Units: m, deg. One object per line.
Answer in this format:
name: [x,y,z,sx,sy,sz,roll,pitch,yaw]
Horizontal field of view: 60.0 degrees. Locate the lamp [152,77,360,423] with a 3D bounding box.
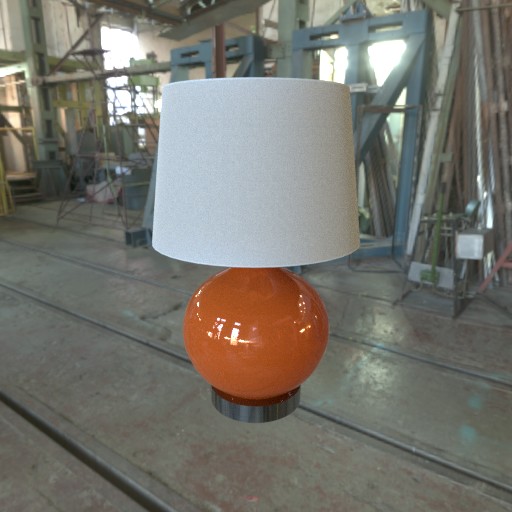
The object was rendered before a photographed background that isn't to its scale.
lamp: [0.000,0.000,0.544,0.247,0.387,0.247,0,15,0]
